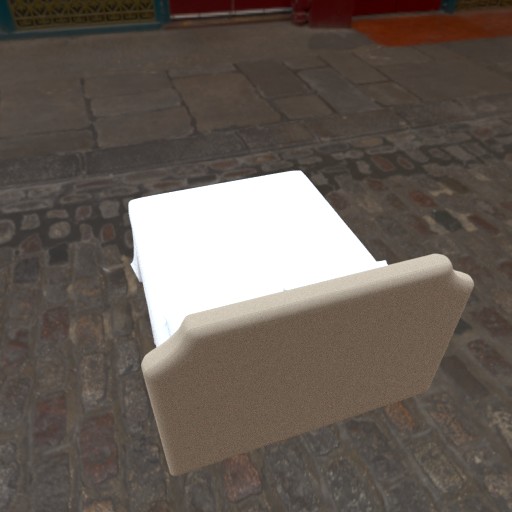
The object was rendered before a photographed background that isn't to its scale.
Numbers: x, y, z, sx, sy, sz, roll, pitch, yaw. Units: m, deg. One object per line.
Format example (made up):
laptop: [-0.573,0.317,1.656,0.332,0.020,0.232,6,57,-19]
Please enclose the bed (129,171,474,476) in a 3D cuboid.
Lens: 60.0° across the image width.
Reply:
bed: [0.000,0.000,3.269,1.828,1.301,2.204,-13,42,-14]
